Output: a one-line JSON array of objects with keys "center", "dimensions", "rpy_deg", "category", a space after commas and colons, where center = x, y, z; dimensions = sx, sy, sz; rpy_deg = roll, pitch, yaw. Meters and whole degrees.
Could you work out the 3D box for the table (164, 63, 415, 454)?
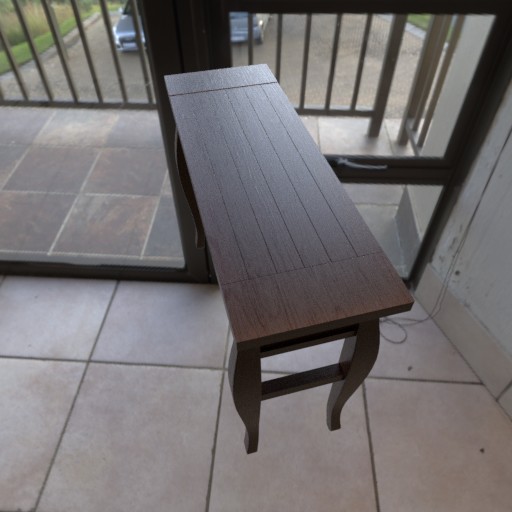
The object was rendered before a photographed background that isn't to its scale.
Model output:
[{"center": [0.000, 0.000, 1.457], "dimensions": [0.373, 0.768, 1.062], "rpy_deg": [-11, 49, -10], "category": "table"}]
